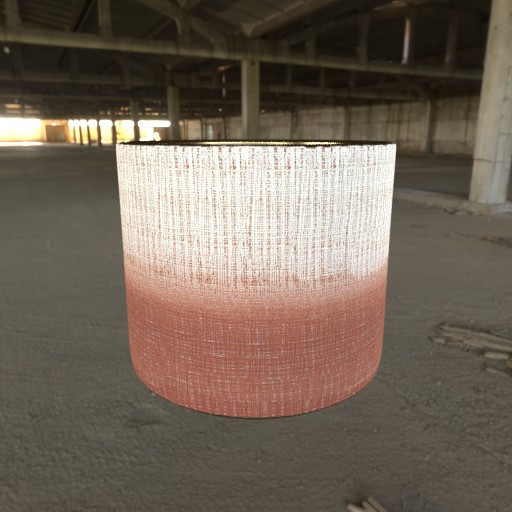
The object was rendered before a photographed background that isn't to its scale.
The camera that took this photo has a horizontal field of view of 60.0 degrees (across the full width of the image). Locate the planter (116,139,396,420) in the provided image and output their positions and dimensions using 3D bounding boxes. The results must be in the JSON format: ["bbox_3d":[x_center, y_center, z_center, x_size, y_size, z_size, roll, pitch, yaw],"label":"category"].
[{"bbox_3d":[0.000,0.000,0.440,0.254,0.221,0.254,0,16,0],"label":"planter"}]
